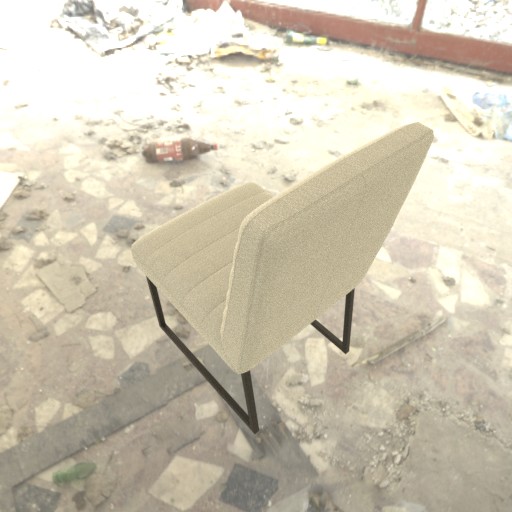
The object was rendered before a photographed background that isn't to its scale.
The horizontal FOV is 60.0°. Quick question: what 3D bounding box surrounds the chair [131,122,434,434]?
[{"bbox_3d":[0.000,0.000,1.322,0.520,0.930,0.634,-32,54,-27],"label":"chair"}]
